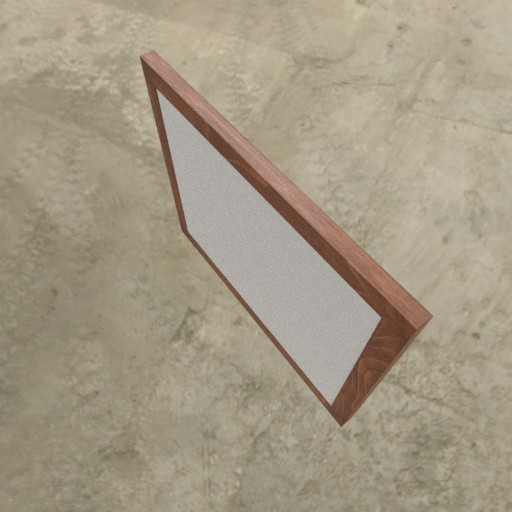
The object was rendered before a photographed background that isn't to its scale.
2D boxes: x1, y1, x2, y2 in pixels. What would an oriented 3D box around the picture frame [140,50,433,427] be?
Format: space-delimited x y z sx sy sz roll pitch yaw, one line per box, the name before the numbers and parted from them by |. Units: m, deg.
picture frame | 0.000 0.000 0.753 0.025 0.457 0.559 -32 63 -19
